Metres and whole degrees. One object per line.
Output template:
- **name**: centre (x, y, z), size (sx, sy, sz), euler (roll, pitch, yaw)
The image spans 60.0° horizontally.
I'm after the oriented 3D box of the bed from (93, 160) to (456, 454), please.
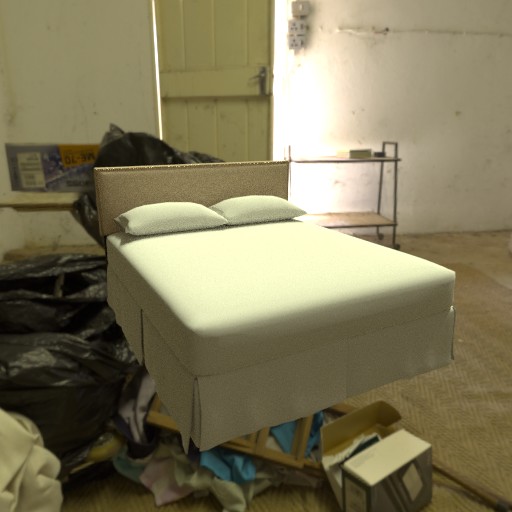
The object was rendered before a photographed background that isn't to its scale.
- **bed**: centre (0.000, 0.000, 2.793), size (1.616, 1.016, 1.876), euler (-9, 18, -27)
